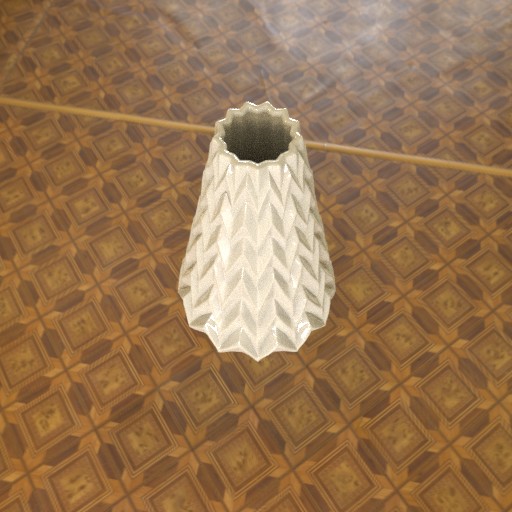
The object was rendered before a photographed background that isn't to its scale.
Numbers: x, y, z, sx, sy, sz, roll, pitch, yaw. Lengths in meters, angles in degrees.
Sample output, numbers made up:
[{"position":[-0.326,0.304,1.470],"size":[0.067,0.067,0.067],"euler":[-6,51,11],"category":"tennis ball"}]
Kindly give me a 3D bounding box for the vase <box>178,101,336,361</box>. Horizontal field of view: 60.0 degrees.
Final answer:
[{"position":[0.000,0.000,0.415],"size":[0.167,0.328,0.167],"euler":[0,63,0],"category":"vase"}]
